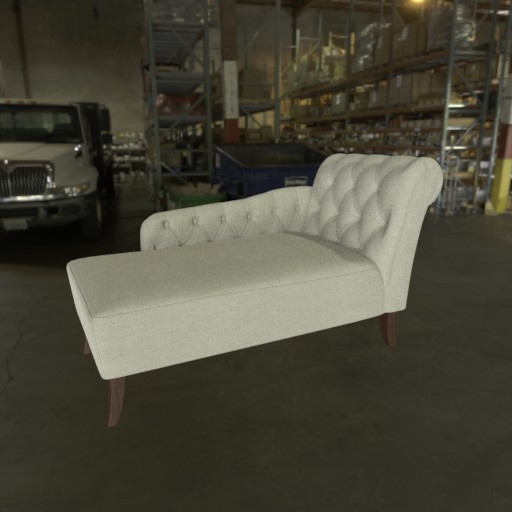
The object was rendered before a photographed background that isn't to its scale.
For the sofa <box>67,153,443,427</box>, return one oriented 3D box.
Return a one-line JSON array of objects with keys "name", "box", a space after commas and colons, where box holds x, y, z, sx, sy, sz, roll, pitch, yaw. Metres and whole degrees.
[{"name": "sofa", "box": [0.000, 0.000, 1.798, 1.379, 0.787, 0.675, -8, 16, -27]}]
